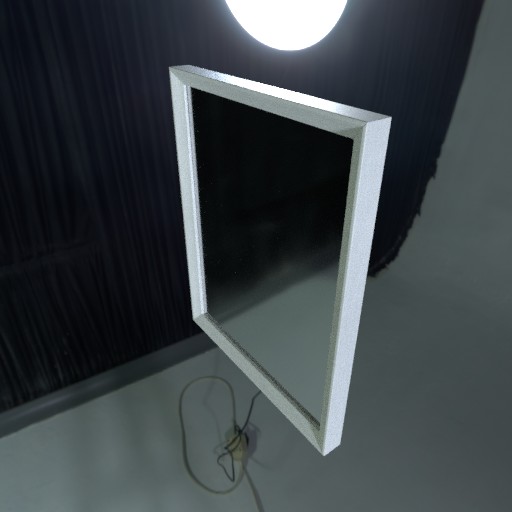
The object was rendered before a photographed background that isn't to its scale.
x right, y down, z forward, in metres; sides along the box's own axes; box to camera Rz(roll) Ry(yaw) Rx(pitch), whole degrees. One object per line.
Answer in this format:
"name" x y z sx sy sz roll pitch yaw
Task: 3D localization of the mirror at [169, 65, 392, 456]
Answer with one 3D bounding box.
"mirror" 0.000 0.000 0.698 0.041 0.509 0.406 -21 37 -30
